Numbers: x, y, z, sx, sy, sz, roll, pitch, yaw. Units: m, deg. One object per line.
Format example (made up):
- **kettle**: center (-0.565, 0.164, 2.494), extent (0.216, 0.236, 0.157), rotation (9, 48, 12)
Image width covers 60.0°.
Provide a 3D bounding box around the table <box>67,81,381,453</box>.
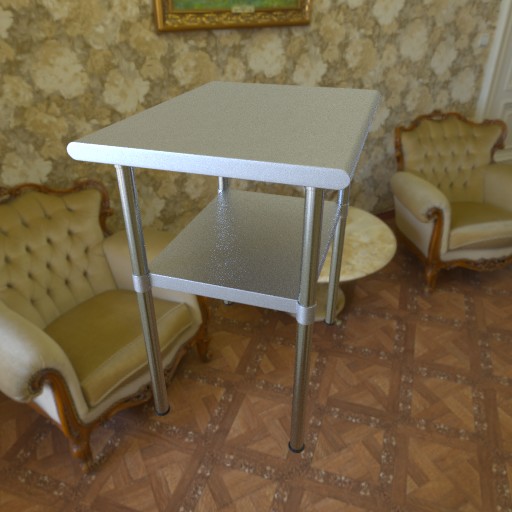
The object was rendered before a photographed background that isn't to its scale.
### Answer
- **table**: center (0.000, 0.000, 1.371), extent (0.584, 0.876, 0.762), rotation (9, 32, 15)
